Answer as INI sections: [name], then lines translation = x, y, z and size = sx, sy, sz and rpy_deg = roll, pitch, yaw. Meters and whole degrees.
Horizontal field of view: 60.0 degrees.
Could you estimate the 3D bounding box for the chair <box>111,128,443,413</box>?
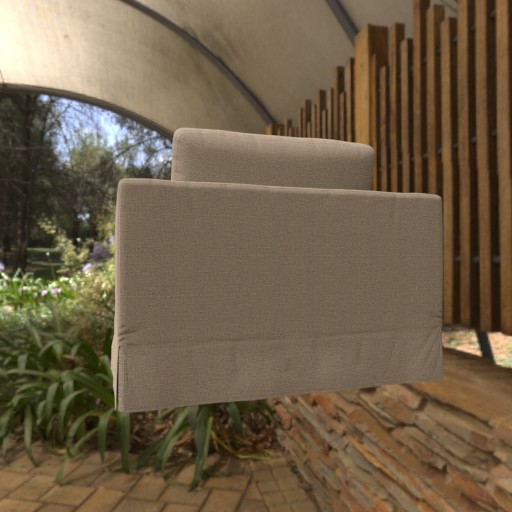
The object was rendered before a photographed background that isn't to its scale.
[chair]
translation = 0.000, 0.000, 1.850
size = 1.150, 0.878, 0.957
rpy_deg = 0, 0, -18
